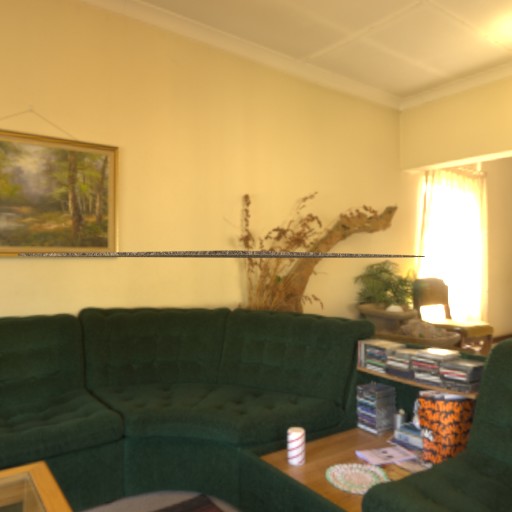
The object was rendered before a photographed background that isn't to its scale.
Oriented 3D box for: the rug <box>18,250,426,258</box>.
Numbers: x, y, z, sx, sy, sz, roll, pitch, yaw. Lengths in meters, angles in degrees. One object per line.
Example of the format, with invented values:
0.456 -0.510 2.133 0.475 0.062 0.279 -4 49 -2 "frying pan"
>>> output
0.000 0.000 2.248 1.189 0.011 1.808 0 -1 37 "rug"
